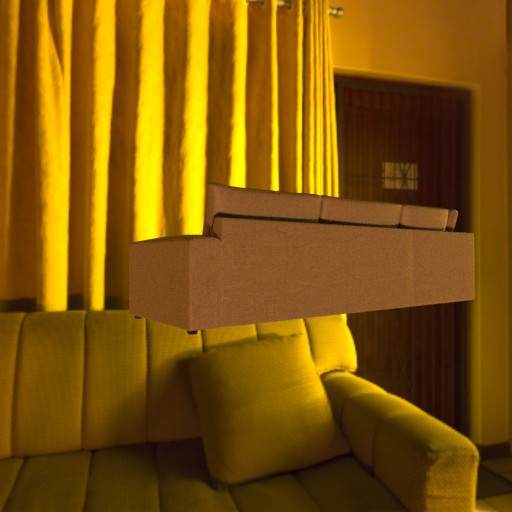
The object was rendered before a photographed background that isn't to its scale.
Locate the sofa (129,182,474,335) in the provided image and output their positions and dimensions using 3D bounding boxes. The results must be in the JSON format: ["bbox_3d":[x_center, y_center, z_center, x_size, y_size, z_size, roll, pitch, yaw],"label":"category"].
[{"bbox_3d":[0.000,0.000,4.023,2.742,0.800,2.622,0,0,-36],"label":"sofa"}]
